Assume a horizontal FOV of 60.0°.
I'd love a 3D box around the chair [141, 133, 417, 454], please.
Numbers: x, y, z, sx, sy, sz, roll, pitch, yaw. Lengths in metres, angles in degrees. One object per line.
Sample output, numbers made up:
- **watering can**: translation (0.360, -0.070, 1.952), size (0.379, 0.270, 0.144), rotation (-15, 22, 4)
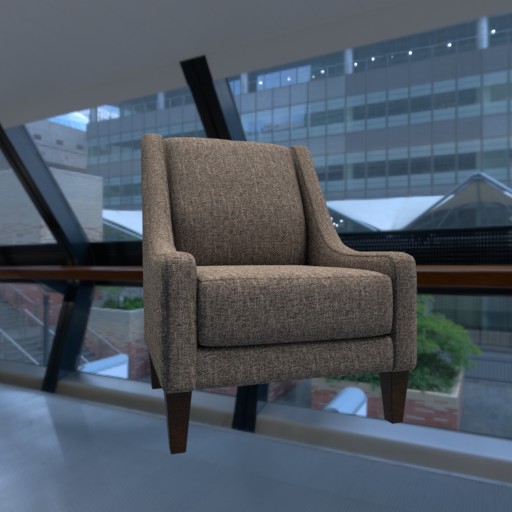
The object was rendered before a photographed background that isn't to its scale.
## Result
- **chair**: translation (0.000, 0.000, 1.599), size (0.774, 1.014, 0.870), rotation (0, 1, -18)
